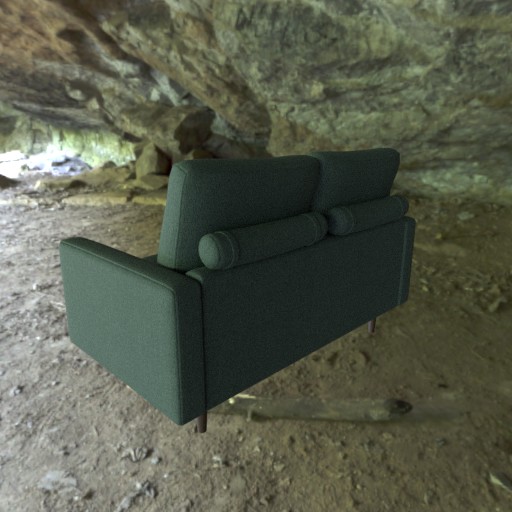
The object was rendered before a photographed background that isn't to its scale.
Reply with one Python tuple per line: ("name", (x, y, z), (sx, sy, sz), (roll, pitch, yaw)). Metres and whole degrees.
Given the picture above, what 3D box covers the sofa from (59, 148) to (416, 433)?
("sofa", (0.000, 0.000, 1.947), (1.407, 0.907, 0.842), (-15, 22, -43))
